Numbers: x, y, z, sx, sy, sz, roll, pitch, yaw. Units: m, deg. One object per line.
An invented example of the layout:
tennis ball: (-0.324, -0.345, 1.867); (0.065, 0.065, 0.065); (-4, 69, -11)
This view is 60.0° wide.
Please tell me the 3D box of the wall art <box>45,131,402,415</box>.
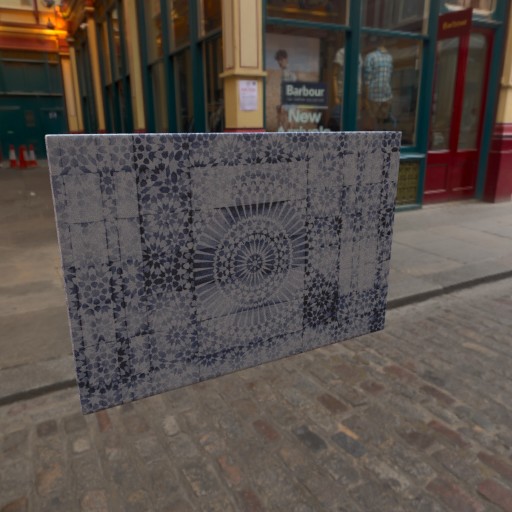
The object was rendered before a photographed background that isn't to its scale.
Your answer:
wall art: (0.000, 0.000, 0.759); (0.608, 0.406, 0.030); (-9, 19, -28)
